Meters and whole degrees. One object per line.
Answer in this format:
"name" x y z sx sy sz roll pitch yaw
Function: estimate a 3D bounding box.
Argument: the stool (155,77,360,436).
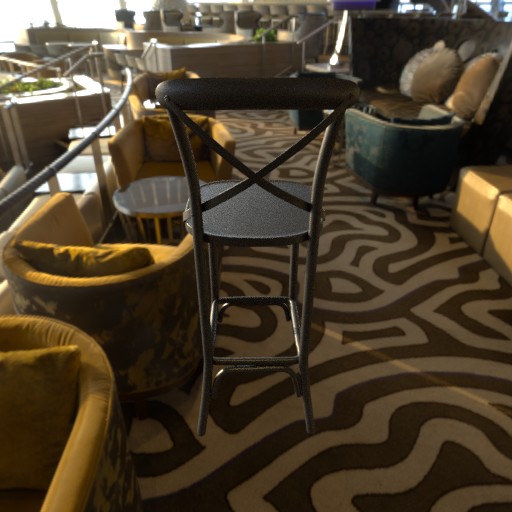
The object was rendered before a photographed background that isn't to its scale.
"stool" 0.000 0.000 1.448 0.457 1.168 0.584 -1 30 -1
